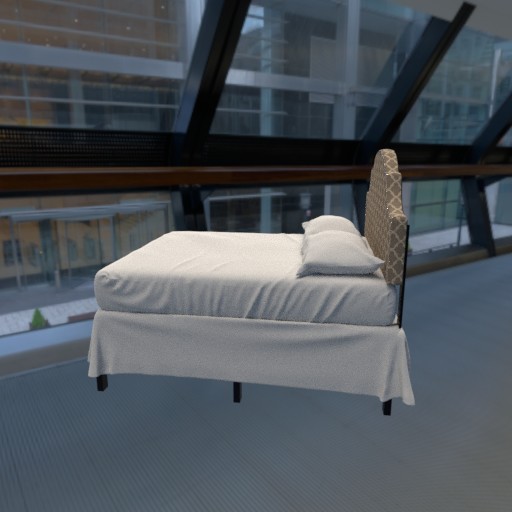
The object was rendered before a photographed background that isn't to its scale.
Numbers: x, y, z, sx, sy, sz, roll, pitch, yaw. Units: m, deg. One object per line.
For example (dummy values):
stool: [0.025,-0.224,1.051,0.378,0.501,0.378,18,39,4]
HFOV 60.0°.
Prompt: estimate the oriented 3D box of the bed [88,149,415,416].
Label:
bed: [0.000,0.000,3.486,2.222,1.633,1.780,2,14,8]
